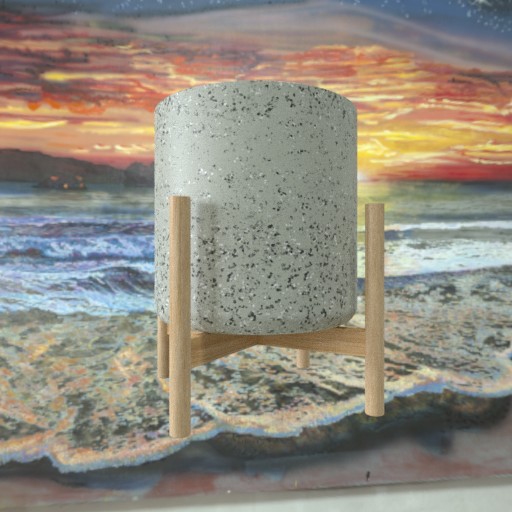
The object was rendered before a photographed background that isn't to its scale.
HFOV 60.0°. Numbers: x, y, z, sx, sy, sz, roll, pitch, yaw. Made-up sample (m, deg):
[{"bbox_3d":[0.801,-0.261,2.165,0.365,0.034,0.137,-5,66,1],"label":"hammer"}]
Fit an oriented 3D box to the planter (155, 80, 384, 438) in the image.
[{"bbox_3d":[0.000,0.000,0.679,0.360,0.419,0.360,0,0,-38],"label":"planter"}]
